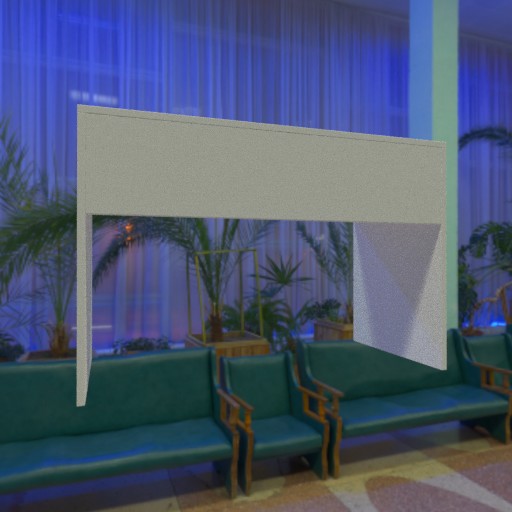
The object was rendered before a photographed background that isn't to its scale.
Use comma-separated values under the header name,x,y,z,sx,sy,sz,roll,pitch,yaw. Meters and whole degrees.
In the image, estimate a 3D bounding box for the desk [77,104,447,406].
name,x,y,z,sx,sy,sz,roll,pitch,yaw
desk,0.000,0.000,1.510,1.100,0.730,0.560,0,0,-19
